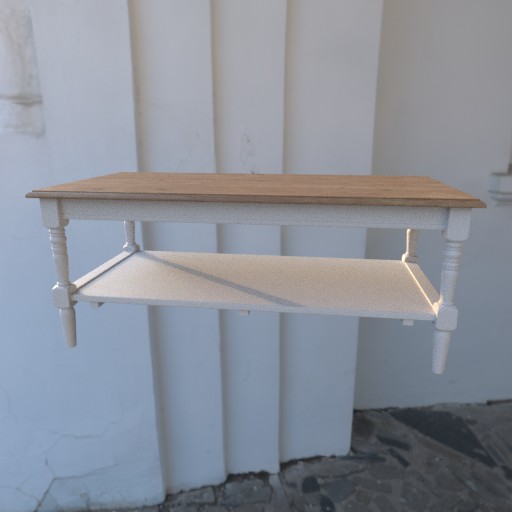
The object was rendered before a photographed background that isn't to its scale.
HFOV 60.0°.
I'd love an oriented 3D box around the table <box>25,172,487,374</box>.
[{"bbox_3d":[0.000,0.000,1.386,1.118,0.458,0.559,2,16,8],"label":"table"}]
